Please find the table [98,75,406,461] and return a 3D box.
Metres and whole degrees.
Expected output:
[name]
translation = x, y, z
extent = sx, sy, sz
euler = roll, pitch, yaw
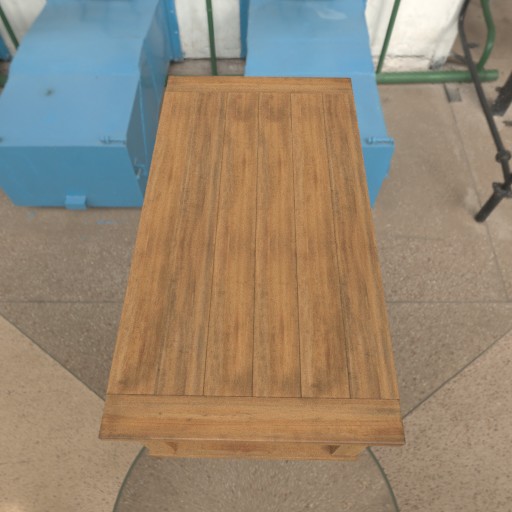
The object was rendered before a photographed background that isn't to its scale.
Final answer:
[table]
translation = 0.000, 0.000, 1.518
extent = 0.693, 0.494, 1.270
euler = 1, 58, 1
